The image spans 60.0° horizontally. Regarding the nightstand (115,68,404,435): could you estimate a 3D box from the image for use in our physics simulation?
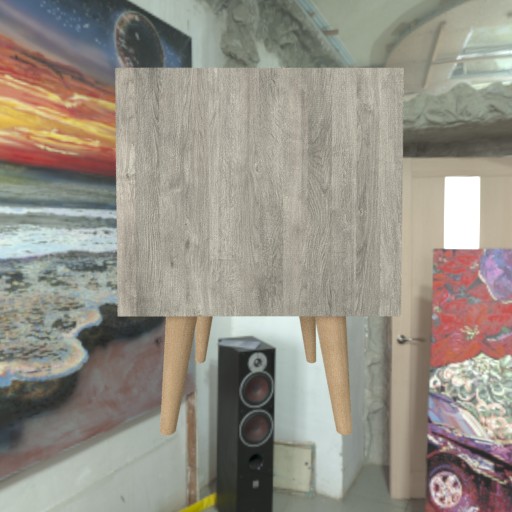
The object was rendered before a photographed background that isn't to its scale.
[{"bbox_3d":[0.000,0.000,0.818,0.380,0.500,0.480,0,2,0],"label":"nightstand"}]
